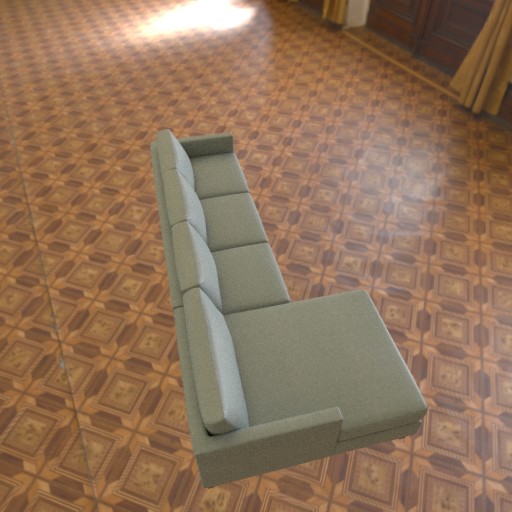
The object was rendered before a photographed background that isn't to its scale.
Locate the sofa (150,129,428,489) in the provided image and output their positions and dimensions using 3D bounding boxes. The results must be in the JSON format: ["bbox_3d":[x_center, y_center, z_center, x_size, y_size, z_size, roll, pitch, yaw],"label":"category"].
[{"bbox_3d":[0.000,0.000,4.032,1.600,0.953,3.470,-10,47,-9],"label":"sofa"}]
